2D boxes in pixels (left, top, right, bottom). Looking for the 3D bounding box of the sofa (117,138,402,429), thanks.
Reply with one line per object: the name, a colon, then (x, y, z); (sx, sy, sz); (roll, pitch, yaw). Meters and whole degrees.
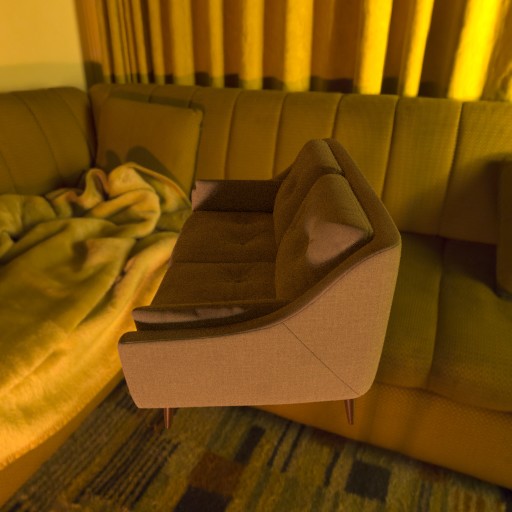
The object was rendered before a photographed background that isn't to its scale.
sofa: (0.000, 0.000, 2.195); (0.965, 0.888, 1.652); (1, 27, 1)
